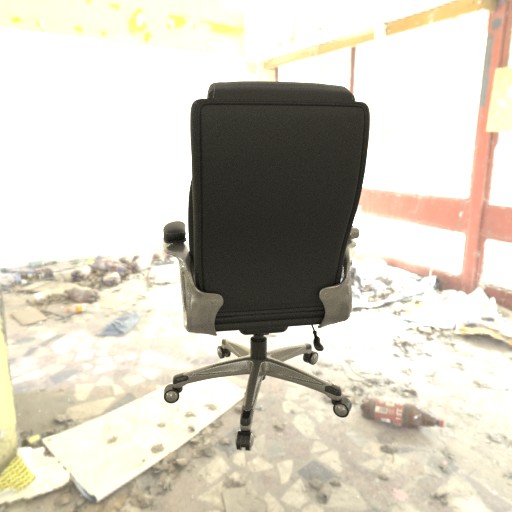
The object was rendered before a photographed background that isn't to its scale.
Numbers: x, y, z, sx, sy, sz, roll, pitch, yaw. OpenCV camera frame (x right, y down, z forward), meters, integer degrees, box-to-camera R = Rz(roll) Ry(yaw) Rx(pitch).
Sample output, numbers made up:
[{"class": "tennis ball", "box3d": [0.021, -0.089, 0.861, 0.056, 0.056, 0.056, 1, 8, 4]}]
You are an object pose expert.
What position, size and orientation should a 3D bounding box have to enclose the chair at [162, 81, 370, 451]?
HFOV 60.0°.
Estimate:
[{"class": "chair", "box3d": [0.000, 0.000, 1.682, 0.741, 1.167, 0.784, -2, 14, -10]}]
